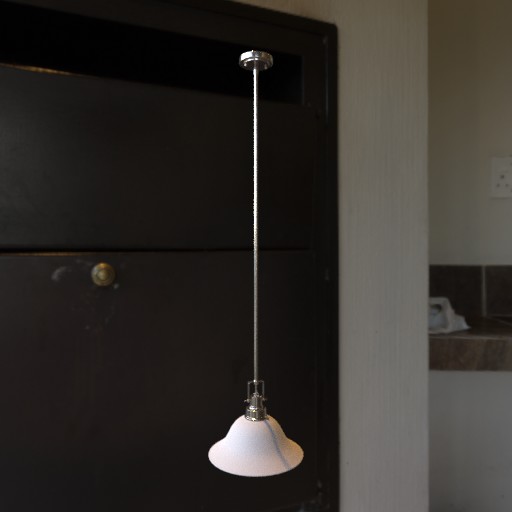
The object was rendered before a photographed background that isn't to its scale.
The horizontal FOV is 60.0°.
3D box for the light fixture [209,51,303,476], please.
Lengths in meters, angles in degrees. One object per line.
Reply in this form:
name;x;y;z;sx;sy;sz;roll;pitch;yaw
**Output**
light fixture;0.000;0.000;1.520;0.324;1.354;0.324;0;0;-18
